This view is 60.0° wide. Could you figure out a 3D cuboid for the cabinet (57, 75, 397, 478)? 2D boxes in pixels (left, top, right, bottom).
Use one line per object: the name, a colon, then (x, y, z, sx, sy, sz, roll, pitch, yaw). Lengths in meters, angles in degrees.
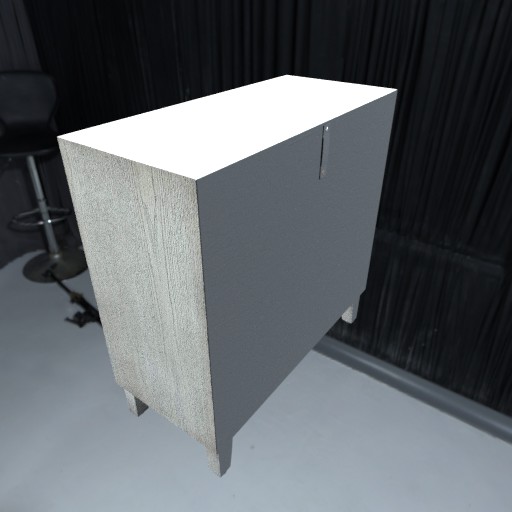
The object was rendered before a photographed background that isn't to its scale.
cabinet: (0.000, 0.000, 1.214, 0.370, 0.787, 0.781, 21, 38, 30)
